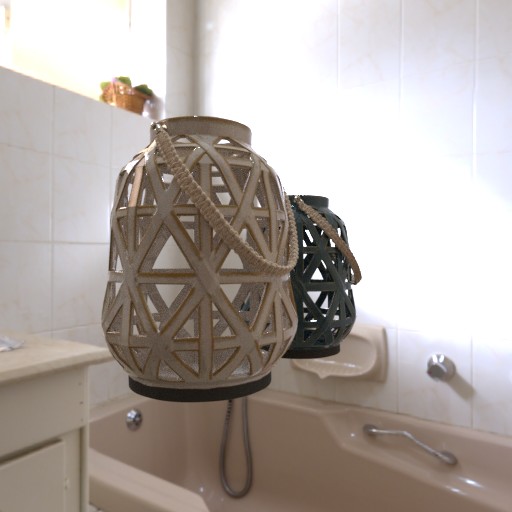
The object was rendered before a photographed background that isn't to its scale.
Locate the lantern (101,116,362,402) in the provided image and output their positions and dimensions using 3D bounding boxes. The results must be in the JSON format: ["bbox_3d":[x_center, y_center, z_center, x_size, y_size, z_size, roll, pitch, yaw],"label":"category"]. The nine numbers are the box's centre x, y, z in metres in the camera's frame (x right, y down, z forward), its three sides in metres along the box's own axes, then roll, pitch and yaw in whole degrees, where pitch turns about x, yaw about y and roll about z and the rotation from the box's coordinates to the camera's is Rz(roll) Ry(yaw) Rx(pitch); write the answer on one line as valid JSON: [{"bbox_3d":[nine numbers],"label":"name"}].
[{"bbox_3d":[0.000,0.000,0.628,0.245,0.307,0.439,0,0,36],"label":"lantern"}]
